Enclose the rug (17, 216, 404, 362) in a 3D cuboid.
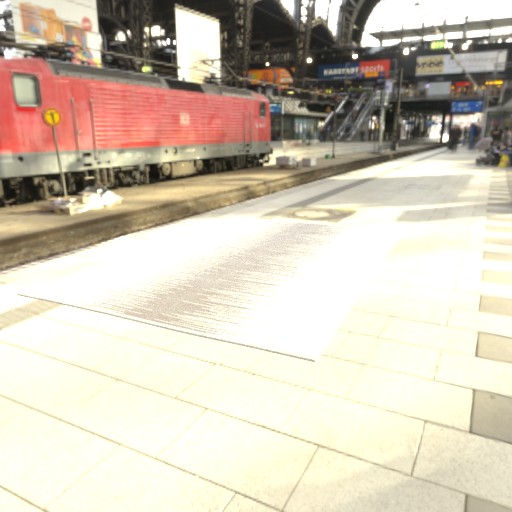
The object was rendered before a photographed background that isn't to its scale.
[{"bbox_3d":[0.000,0.000,2.278,1.226,0.007,1.815,7,18,24],"label":"rug"}]
